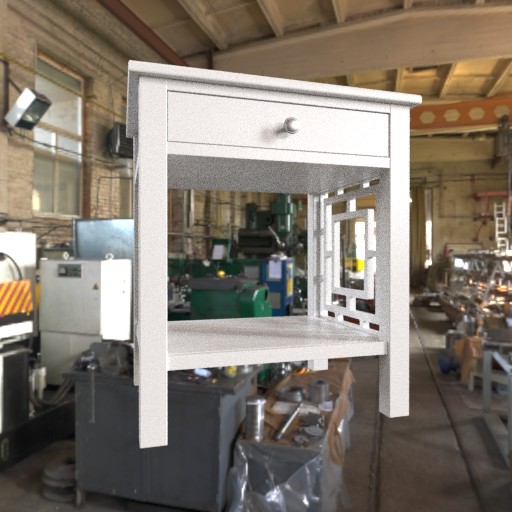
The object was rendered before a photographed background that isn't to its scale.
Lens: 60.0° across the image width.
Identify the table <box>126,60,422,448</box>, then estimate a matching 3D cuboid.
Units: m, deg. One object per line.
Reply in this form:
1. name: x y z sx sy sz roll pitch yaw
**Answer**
1. table: 0.000 0.000 1.012 0.564 0.646 0.451 0 0 -17
